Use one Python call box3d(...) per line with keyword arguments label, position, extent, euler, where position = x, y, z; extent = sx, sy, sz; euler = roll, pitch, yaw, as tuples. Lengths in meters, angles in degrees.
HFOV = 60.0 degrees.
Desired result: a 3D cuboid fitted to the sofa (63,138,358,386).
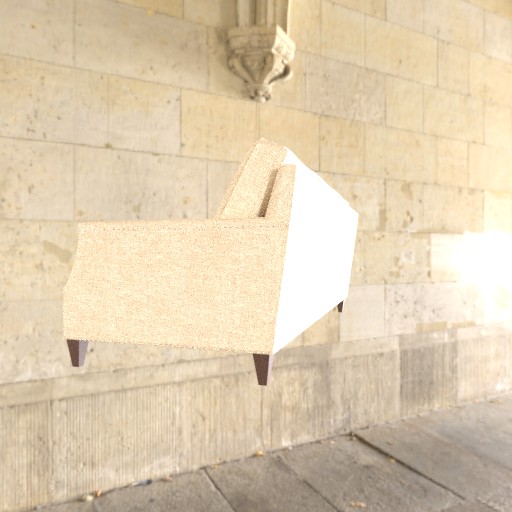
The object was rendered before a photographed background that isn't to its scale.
box3d(label="sofa", position=(0.000, 0.000, 2.776), extent=(1.041, 0.940, 2.210), euler=(0, 0, 18))
